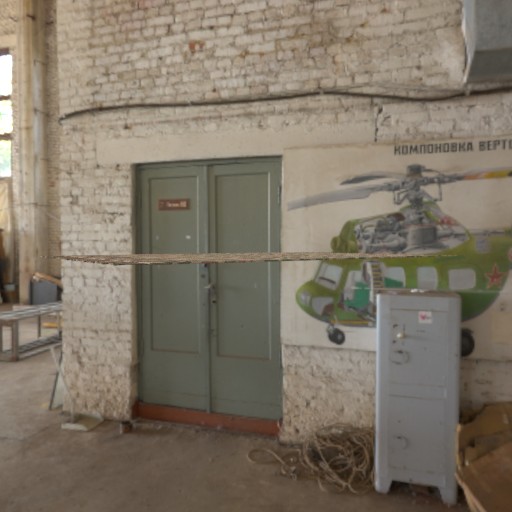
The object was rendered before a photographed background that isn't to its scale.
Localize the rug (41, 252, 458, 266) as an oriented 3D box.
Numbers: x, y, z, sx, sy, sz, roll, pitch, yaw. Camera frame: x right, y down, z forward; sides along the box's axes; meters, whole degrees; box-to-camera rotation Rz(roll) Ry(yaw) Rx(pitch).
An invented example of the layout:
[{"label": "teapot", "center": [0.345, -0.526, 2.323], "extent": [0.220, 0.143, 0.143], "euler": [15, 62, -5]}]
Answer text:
[{"label": "rug", "center": [0.000, 0.000, 3.023], "extent": [2.438, 0.011, 1.524], "euler": [-1, 2, -36]}]
